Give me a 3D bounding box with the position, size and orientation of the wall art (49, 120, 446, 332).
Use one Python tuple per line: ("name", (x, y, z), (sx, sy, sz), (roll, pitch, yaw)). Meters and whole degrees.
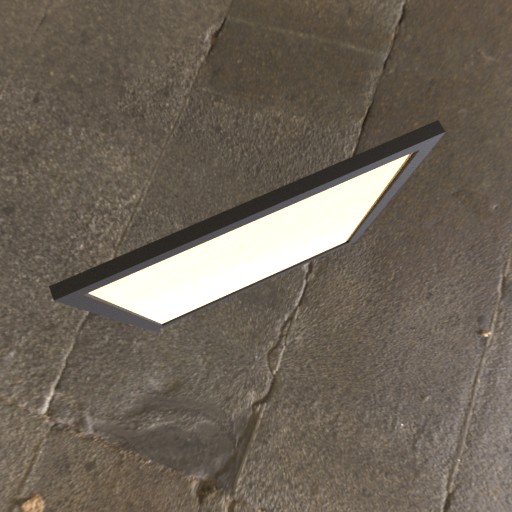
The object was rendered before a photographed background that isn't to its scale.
("wall art", (0.000, 0.000, 0.541), (0.356, 0.356, 0.013), (-24, 78, -6))
